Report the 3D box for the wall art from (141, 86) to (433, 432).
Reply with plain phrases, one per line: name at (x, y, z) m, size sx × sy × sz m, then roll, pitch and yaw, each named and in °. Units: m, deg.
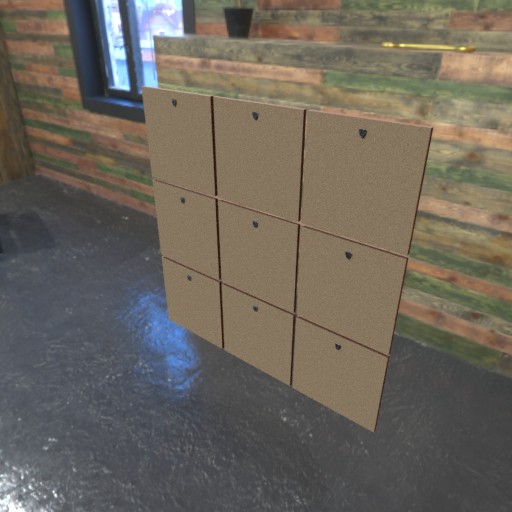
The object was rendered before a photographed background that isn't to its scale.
wall art at (0.000, 0.000, 1.361) m, size 0.906 × 0.904 × 0.018 m, roll 21°, pitch 35°, yaw 33°
